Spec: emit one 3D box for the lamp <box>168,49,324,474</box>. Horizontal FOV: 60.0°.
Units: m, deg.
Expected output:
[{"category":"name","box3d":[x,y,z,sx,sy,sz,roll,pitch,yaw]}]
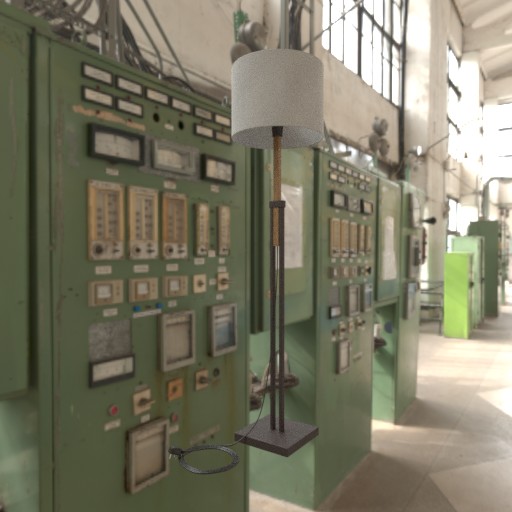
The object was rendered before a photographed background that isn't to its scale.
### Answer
[{"category":"lamp","box3d":[0.000,0.000,1.898,0.474,1.650,0.639,0,1,35]}]
